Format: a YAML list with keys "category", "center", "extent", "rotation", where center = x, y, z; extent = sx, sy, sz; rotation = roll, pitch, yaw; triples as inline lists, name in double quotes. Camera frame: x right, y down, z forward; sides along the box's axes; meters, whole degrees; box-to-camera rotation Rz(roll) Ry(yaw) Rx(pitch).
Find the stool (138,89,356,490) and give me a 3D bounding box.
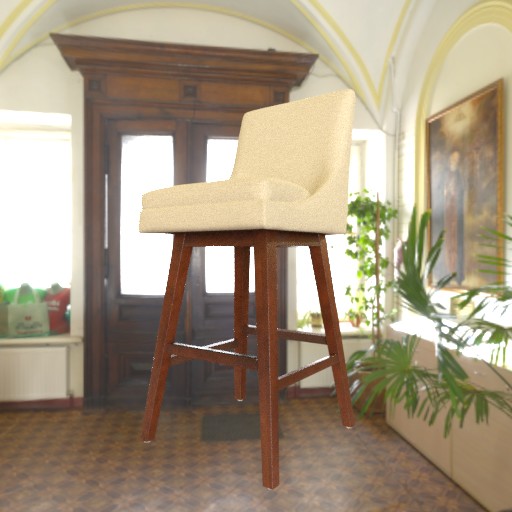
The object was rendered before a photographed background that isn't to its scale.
- category: "stool"
  center: [0.000, 0.000, 1.377]
  extent: [0.470, 1.097, 0.559]
  rotation: [0, 1, 36]
